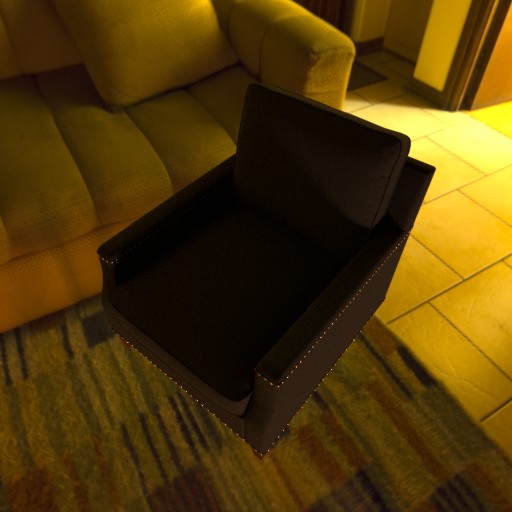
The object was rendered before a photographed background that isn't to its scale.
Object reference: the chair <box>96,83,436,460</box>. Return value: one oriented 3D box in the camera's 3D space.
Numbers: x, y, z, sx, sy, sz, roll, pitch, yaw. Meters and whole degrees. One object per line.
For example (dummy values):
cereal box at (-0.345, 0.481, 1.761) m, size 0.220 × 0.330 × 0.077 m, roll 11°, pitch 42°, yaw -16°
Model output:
chair at (0.000, 0.000, 1.728) m, size 0.853 × 0.943 × 1.014 m, roll 31°, pitch 54°, yaw 26°
